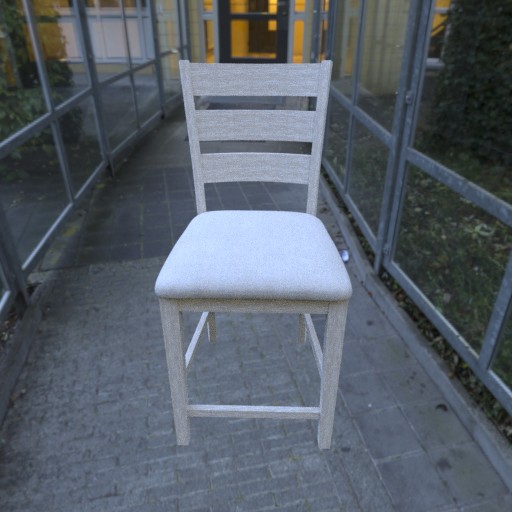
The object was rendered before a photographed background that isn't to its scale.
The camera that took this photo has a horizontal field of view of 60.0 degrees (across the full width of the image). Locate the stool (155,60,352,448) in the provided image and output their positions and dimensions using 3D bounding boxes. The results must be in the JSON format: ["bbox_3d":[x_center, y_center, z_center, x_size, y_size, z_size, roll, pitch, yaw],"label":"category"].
[{"bbox_3d":[0.000,0.000,1.326,0.484,1.032,0.569,1,30,1],"label":"stool"}]
